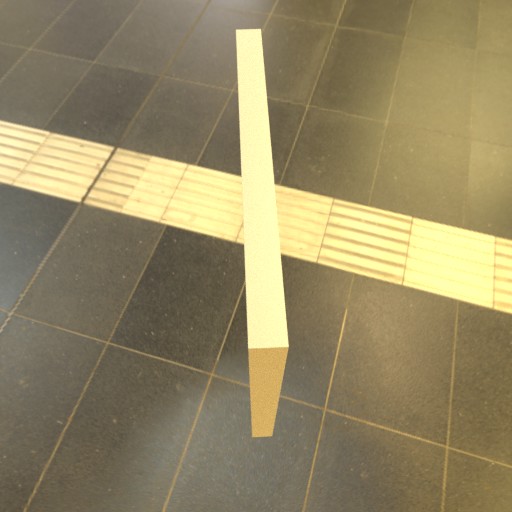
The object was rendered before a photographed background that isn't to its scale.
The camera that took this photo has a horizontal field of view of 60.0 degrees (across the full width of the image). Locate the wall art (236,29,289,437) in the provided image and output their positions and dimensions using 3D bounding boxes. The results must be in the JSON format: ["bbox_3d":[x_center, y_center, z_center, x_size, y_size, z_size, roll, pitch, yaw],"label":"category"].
[{"bbox_3d":[0.000,0.000,0.764,0.038,0.505,0.506,-2,59,-1],"label":"wall art"}]
